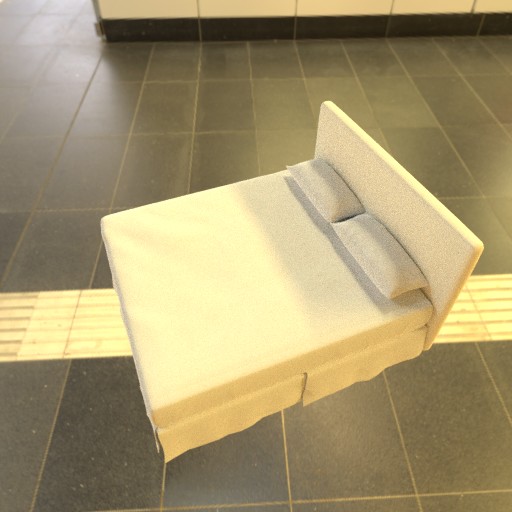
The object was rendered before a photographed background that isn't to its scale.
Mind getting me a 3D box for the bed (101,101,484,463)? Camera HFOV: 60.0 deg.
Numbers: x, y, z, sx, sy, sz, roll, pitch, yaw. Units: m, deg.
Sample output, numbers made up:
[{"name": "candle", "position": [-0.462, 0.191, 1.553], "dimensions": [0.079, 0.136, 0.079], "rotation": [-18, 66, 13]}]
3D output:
[{"name": "bed", "position": [0.000, 0.000, 3.612], "dimensions": [2.341, 1.317, 2.119], "rotation": [-17, 49, -15]}]
